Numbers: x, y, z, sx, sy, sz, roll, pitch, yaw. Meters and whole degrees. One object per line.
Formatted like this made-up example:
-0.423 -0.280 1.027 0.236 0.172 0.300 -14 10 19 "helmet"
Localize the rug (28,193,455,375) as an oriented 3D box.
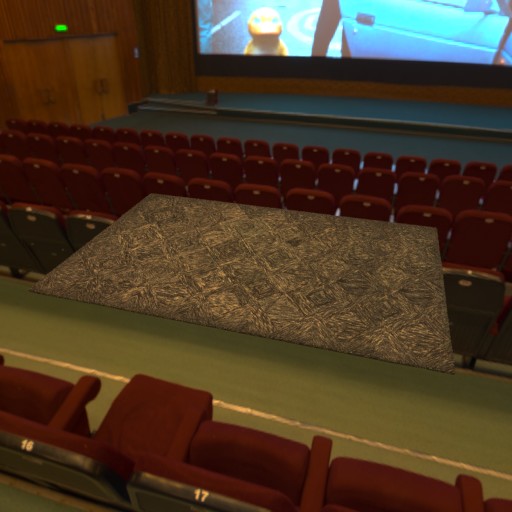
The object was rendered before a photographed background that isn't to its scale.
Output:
0.000 0.000 2.190 1.754 0.010 1.139 8 32 14 "rug"
